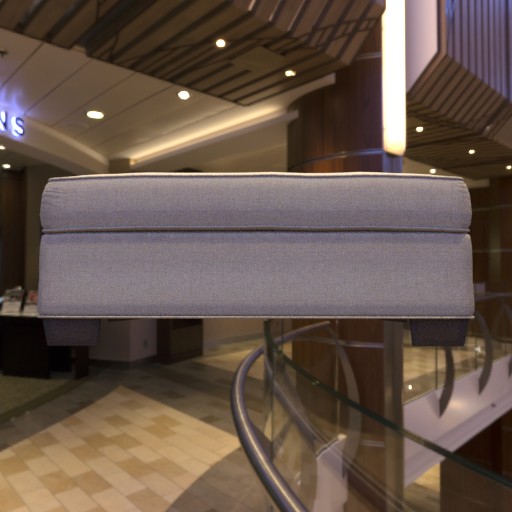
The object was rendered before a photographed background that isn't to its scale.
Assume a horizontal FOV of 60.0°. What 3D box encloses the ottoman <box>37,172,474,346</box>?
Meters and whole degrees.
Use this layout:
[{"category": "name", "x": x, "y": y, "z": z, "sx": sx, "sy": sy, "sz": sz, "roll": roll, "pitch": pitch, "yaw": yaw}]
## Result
[{"category": "ottoman", "x": 0.000, "y": 0.000, "z": 1.402, "sx": 1.097, "sy": 0.461, "sz": 0.617, "roll": 0, "pitch": -1, "yaw": 1}]
